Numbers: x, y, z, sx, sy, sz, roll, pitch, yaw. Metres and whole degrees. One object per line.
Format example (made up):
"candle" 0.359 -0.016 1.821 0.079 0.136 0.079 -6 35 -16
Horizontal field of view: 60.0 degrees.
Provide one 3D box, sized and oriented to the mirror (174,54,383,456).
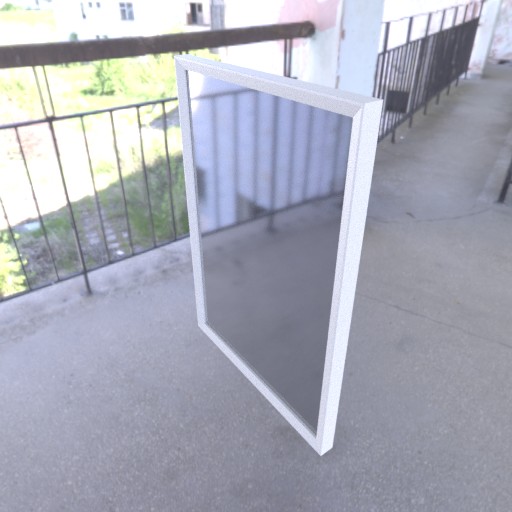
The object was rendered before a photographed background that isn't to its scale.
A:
"mirror" 0.000 0.000 0.916 0.039 0.710 0.507 -21 38 -30
